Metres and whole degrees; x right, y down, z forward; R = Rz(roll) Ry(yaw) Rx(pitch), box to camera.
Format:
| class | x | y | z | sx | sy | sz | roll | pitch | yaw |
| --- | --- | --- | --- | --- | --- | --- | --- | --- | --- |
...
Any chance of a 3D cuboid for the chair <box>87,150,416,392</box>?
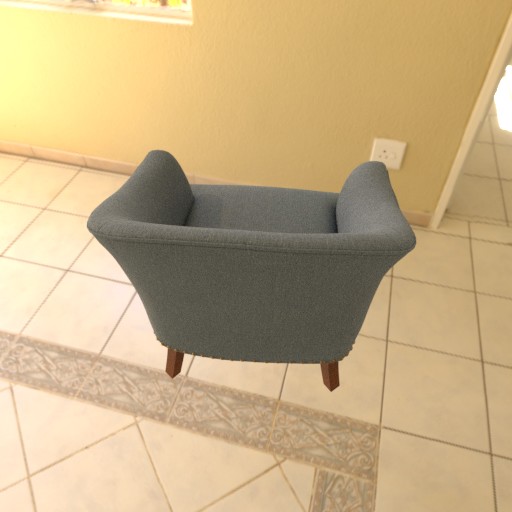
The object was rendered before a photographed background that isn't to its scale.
| class | x | y | z | sx | sy | sz | roll | pitch | yaw |
| --- | --- | --- | --- | --- | --- | --- | --- | --- | --- |
| chair | 0.000 | 0.000 | 1.402 | 0.798 | 0.815 | 0.704 | 4 | 47 | 4 |
